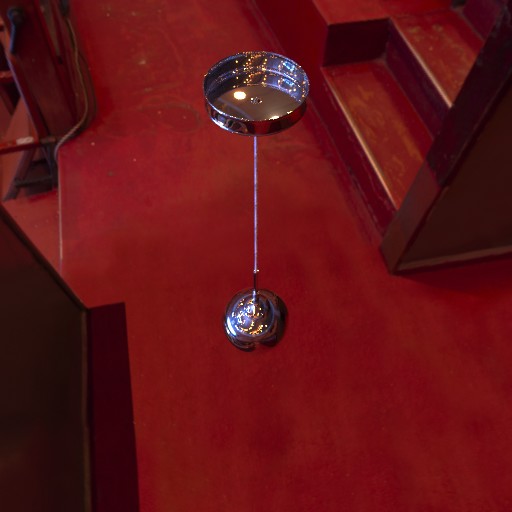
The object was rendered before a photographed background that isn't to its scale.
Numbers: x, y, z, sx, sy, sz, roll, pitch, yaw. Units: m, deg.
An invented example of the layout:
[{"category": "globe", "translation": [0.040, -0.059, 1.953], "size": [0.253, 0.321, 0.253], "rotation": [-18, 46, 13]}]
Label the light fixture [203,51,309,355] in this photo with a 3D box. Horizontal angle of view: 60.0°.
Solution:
[{"category": "light fixture", "translation": [0.000, 0.000, 1.688], "size": [0.336, 1.538, 0.336], "rotation": [-12, 59, -7]}]
